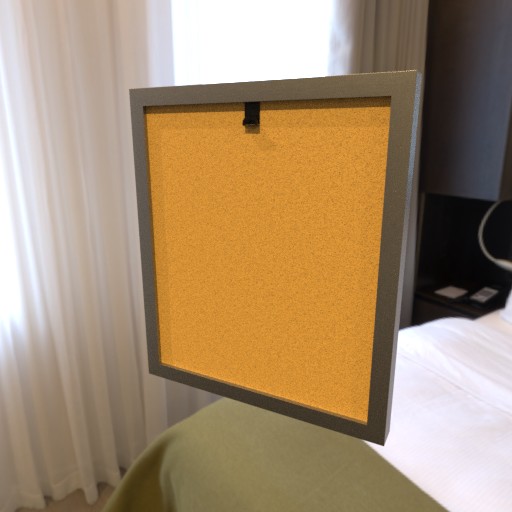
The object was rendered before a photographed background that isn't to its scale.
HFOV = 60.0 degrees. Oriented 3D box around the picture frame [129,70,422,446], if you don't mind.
[{"bbox_3d":[0.000,0.000,1.319,0.839,0.968,0.073,8,17,27],"label":"picture frame"}]
